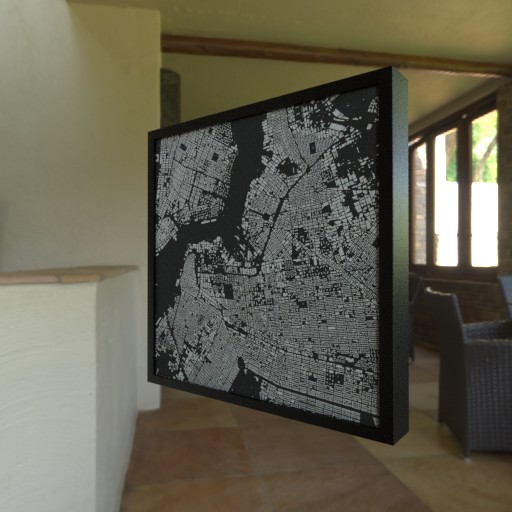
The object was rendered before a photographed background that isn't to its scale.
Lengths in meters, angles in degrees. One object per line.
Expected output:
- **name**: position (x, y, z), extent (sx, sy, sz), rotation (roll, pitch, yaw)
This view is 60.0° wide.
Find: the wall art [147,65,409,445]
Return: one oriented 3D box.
- **wall art**: position (0.000, 0.000, 0.454), extent (0.299, 0.299, 0.037), rotation (0, -1, 37)
